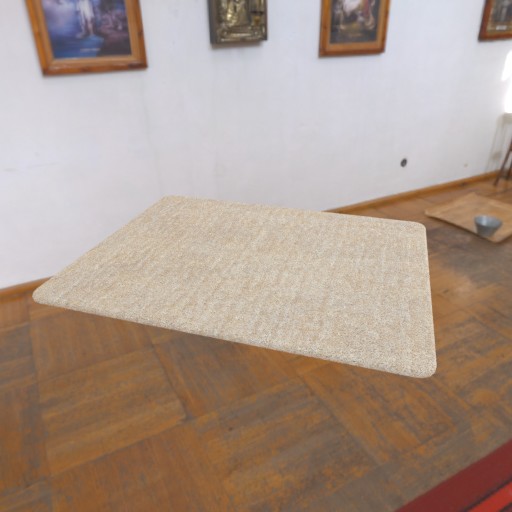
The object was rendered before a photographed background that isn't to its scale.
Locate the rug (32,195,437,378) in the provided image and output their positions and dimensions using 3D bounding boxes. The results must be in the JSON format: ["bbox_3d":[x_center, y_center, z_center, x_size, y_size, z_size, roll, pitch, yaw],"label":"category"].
[{"bbox_3d":[0.000,0.000,3.411,2.528,0.048,2.009,8,29,15],"label":"rug"}]
